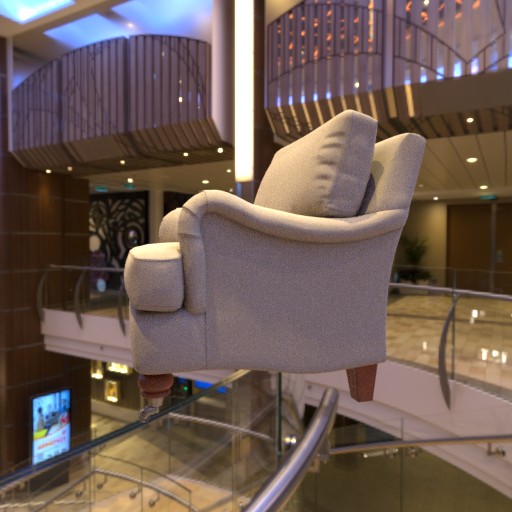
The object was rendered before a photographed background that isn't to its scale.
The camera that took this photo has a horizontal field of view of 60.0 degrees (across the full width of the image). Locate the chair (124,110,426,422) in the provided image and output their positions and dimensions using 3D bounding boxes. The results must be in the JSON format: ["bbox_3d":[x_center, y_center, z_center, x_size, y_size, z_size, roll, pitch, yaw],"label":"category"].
[{"bbox_3d":[0.000,0.000,1.885,1.078,1.076,0.895,0,2,-17],"label":"chair"}]
